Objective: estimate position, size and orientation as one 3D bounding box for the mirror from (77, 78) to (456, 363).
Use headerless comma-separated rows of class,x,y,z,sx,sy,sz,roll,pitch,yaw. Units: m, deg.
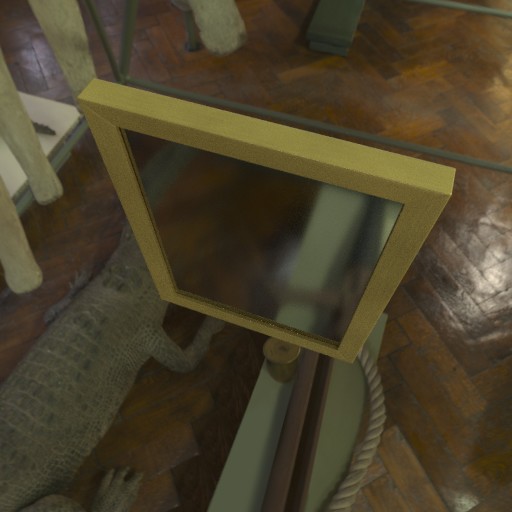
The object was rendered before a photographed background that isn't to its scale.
mirror,0.000,0.000,0.679,0.405,0.508,0.041,17,60,10
